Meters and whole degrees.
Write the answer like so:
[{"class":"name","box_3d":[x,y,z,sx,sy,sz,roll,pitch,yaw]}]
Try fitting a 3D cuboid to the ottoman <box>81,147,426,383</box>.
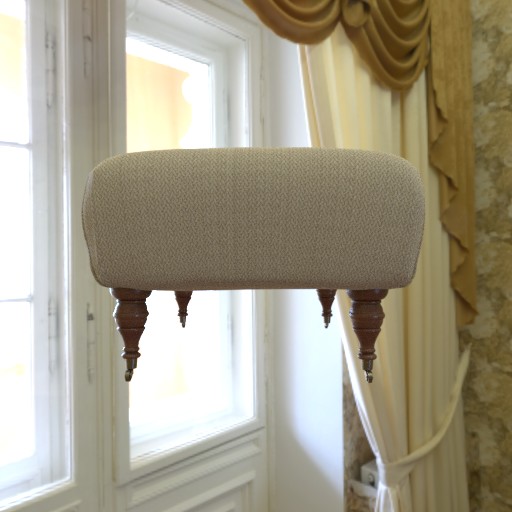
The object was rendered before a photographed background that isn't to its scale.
[{"class":"ottoman","box_3d":[0.000,0.000,1.076,0.622,0.447,0.684,0,1,1]}]
